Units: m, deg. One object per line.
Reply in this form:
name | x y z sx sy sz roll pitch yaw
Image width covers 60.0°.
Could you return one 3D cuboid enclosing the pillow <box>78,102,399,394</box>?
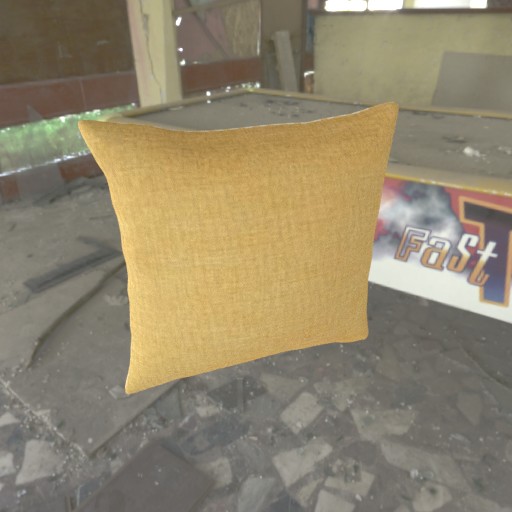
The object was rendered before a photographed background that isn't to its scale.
pillow | 0.000 0.000 0.640 0.419 0.407 0.173 -9 29 -16
